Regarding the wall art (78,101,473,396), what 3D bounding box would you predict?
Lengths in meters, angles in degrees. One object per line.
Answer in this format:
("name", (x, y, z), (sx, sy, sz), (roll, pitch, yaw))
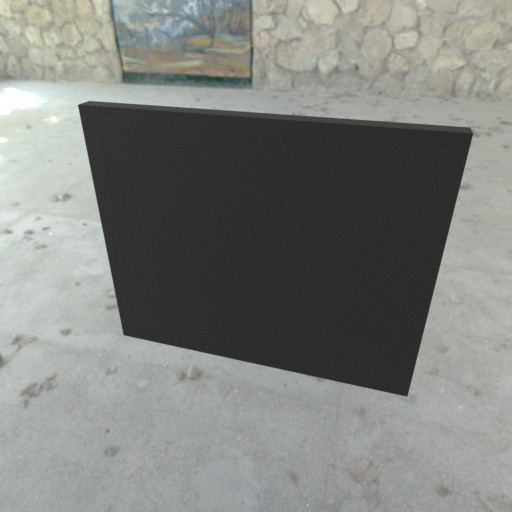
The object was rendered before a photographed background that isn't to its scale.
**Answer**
("wall art", (0.000, 0.000, 0.734), (0.558, 0.457, 0.029), (9, 32, 14))
